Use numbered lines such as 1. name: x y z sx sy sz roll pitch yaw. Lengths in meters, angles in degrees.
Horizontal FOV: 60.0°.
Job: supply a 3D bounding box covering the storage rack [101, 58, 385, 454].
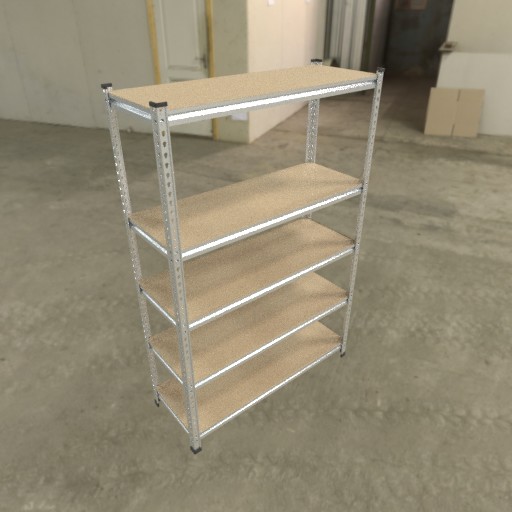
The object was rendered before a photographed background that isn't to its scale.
1. storage rack: 0.000 0.000 2.397 1.219 1.829 0.457 -23 38 -33
